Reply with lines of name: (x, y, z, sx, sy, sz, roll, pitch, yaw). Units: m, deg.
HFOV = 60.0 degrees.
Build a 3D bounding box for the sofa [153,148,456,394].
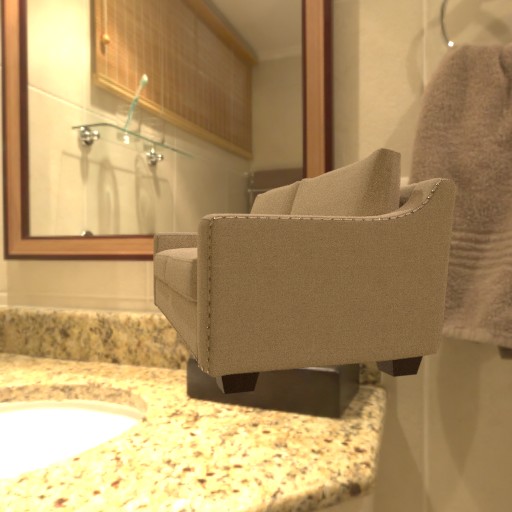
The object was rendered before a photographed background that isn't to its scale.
sofa: (0.000, 0.000, 2.700, 1.104, 0.983, 2.107, 0, 1, -18)
